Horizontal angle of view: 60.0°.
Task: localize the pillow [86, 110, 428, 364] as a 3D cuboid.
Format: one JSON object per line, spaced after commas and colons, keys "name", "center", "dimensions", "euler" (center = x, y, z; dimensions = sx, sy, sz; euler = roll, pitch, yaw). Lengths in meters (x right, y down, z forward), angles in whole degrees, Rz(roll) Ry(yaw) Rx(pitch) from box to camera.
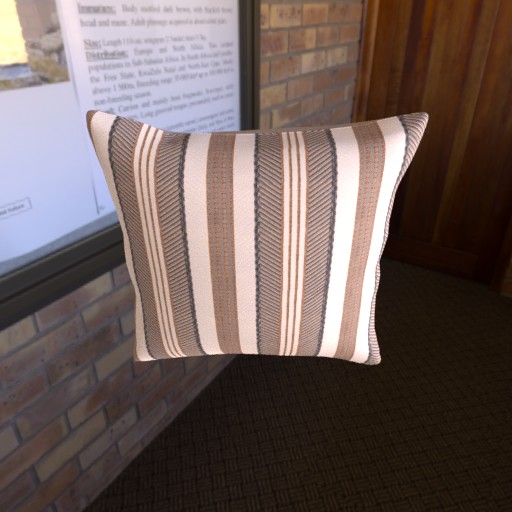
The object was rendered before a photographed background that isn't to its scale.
{"name": "pillow", "center": [0.000, 0.000, 0.632], "dimensions": [0.416, 0.401, 0.173], "euler": [1, 29, 1]}
